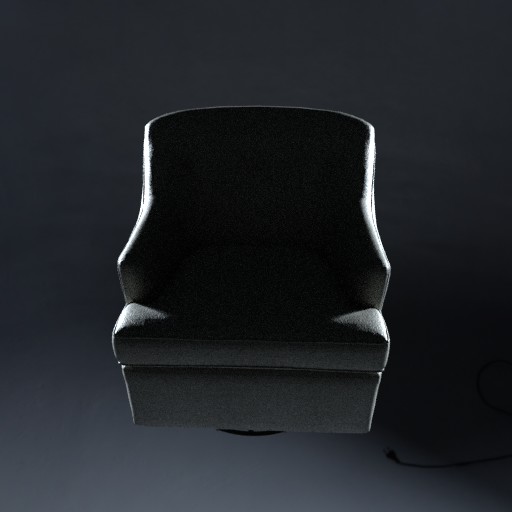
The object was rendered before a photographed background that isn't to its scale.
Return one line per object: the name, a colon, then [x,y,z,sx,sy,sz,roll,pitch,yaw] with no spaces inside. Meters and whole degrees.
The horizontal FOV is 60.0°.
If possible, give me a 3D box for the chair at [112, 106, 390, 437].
chair: [0.000,0.000,1.580,0.864,0.856,0.923,1,31,2]
